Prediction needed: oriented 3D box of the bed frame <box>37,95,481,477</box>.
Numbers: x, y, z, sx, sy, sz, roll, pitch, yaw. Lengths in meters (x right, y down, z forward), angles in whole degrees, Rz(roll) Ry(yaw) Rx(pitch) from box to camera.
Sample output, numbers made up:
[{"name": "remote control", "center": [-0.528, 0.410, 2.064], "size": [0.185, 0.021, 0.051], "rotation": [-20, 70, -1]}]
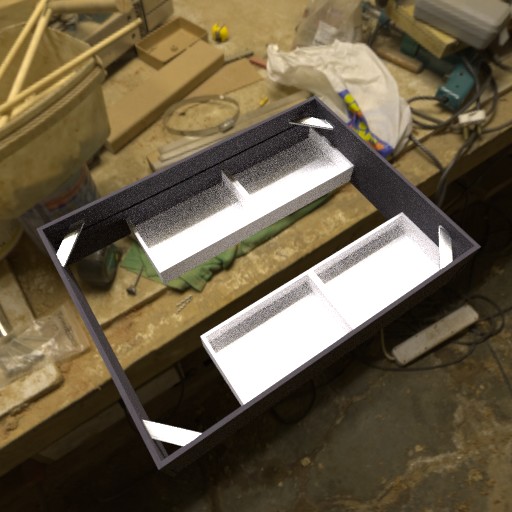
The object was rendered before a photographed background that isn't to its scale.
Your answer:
[{"name": "bed frame", "center": [0.000, 0.000, 2.584], "size": [1.944, 0.459, 1.448], "rotation": [-30, 64, -16]}]
